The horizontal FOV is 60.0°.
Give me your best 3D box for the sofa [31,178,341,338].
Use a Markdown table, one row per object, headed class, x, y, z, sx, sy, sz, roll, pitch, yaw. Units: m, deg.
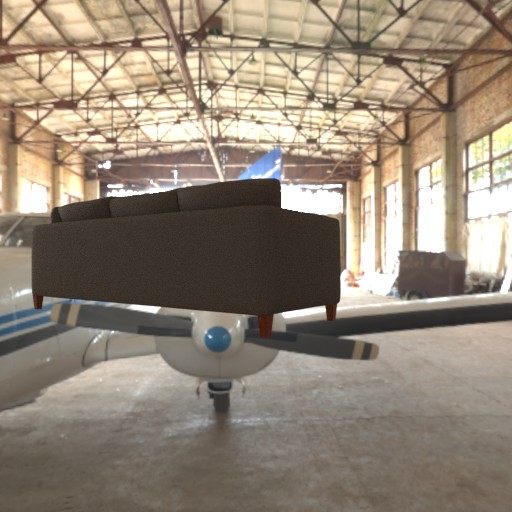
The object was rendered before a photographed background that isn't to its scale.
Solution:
| class | x | y | z | sx | sy | sz | roll | pitch | yaw |
| --- | --- | --- | --- | --- | --- | --- | --- | --- | --- |
| sofa | 0.000 | 0.000 | 4.489 | 2.593 | 0.947 | 3.302 | 0 | -1 | 36 |
